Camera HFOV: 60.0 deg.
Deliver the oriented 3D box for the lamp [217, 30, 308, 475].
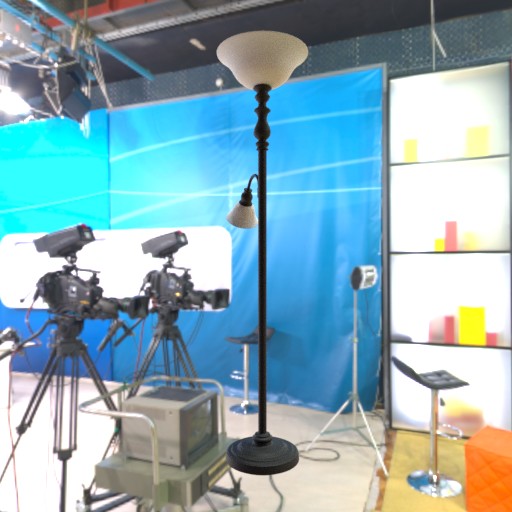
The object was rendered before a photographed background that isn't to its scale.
[{"bbox_3d":[0.000,0.000,2.046,0.405,1.793,0.588,0,-1,-18],"label":"lamp"}]
